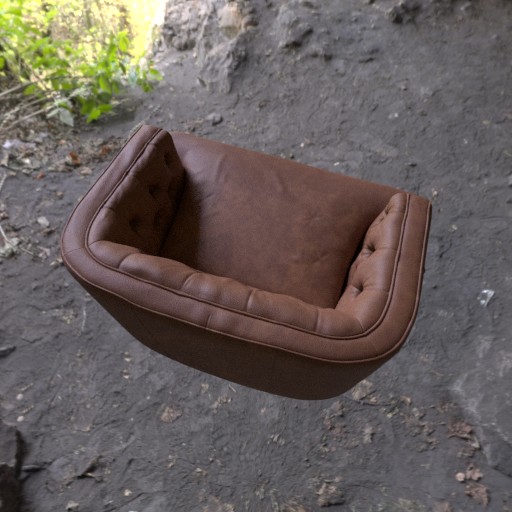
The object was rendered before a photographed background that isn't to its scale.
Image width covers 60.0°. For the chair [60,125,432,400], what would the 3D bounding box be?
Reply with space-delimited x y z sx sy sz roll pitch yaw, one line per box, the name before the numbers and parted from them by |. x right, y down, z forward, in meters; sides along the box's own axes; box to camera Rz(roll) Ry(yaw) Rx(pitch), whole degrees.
chair | 0.000 0.000 1.702 1.119 0.836 0.911 17 64 8
